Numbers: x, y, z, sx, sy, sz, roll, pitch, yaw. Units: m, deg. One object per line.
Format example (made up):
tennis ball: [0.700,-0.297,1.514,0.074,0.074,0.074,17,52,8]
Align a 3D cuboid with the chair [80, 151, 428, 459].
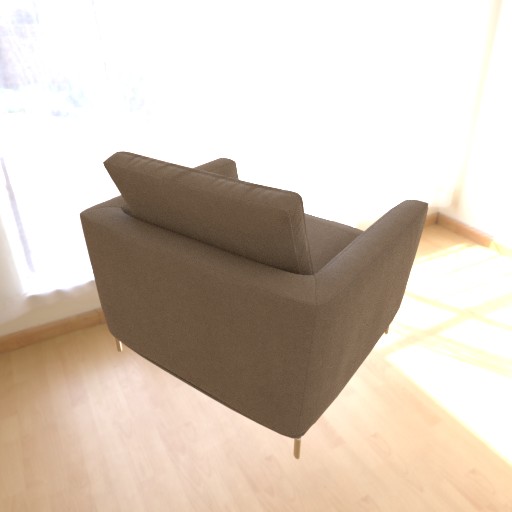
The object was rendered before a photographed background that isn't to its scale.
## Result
chair: [0.000,0.000,1.739,1.041,0.864,0.889,19,35,31]
